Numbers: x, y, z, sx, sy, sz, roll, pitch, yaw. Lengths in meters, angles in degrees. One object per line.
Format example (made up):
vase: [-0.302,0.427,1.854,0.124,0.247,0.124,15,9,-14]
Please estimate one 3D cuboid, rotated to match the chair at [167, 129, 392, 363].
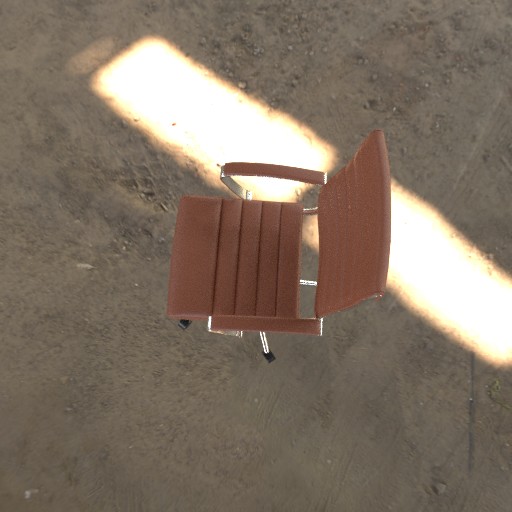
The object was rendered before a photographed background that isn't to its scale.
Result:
chair: [0.000,0.000,1.659,0.739,1.149,0.766,4,76,1]
